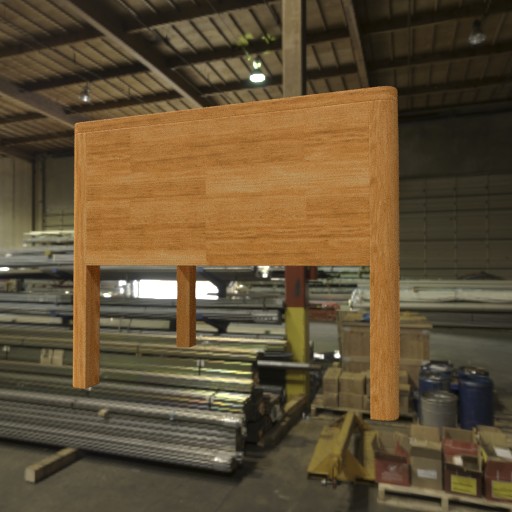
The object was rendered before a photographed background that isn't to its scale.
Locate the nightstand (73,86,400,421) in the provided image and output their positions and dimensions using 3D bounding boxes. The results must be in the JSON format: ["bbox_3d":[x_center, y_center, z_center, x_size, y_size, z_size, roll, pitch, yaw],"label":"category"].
[{"bbox_3d":[0.000,0.000,0.913,0.560,0.470,0.440,0,-1,18],"label":"nightstand"}]
